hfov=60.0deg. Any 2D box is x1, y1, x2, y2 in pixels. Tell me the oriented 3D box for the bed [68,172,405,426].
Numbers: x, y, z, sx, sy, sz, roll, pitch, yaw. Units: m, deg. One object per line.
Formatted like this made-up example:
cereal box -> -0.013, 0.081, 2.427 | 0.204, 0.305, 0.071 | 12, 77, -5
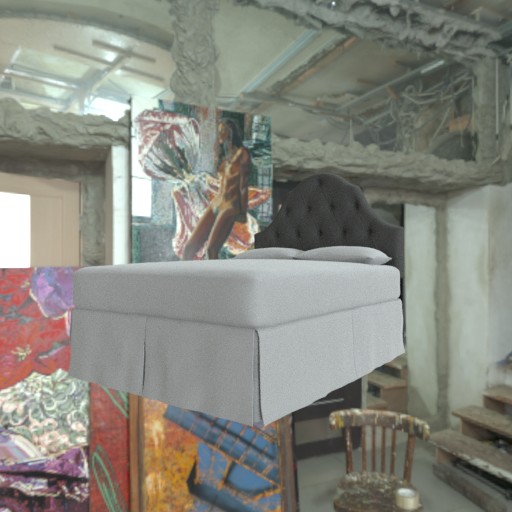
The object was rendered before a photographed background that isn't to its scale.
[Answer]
bed -> 0.000, 0.000, 3.321 | 1.636, 1.575, 2.155 | 0, -1, 36
